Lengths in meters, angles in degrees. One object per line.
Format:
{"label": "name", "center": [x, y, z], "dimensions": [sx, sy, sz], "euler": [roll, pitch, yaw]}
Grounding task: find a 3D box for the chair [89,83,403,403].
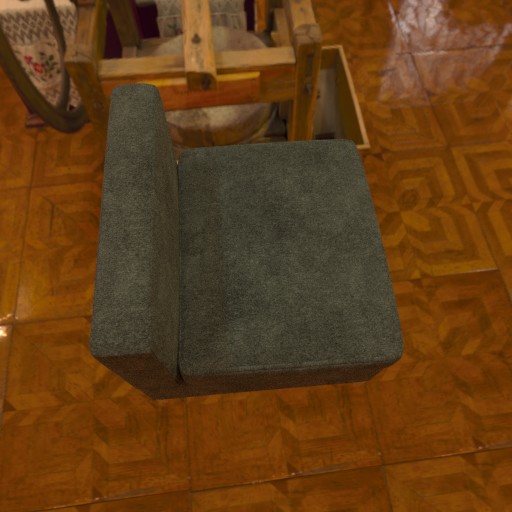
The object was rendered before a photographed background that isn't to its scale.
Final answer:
{"label": "chair", "center": [0.000, 0.000, 1.227], "dimensions": [0.680, 0.660, 0.680], "euler": [-4, 64, -2]}
